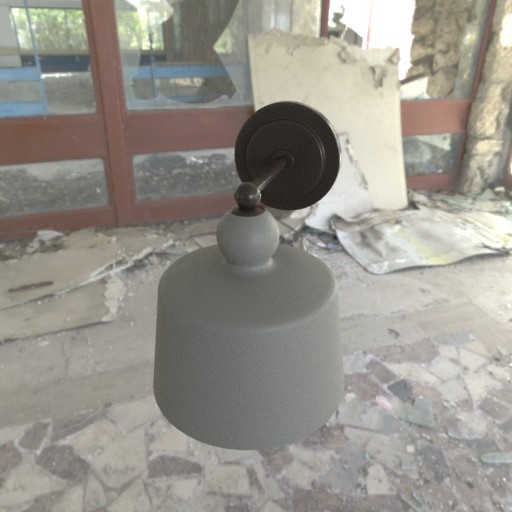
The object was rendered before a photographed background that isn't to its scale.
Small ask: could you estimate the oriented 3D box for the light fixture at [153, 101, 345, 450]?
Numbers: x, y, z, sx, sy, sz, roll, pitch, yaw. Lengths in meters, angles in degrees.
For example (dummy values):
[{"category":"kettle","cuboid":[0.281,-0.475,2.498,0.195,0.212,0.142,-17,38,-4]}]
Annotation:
[{"category":"light fixture","cuboid":[0.000,0.000,0.446,0.204,0.268,0.254,8,27,16]}]
